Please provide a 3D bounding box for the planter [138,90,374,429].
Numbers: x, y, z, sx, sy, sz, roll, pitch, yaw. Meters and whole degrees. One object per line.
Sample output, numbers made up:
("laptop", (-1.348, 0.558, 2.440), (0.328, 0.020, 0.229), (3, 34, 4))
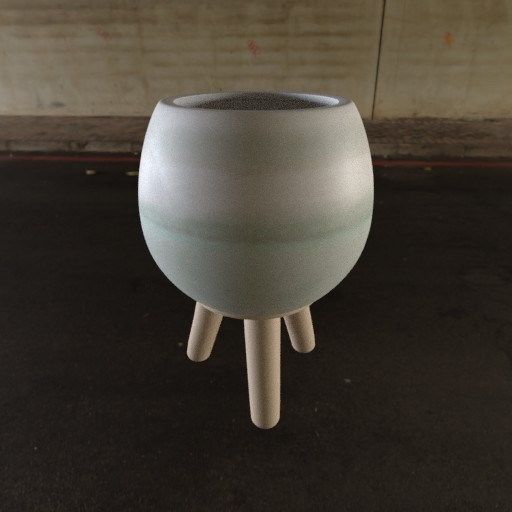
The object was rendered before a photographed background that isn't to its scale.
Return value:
("planter", (0.000, 0.000, 0.333), (0.161, 0.224, 0.161), (0, 25, 0))
